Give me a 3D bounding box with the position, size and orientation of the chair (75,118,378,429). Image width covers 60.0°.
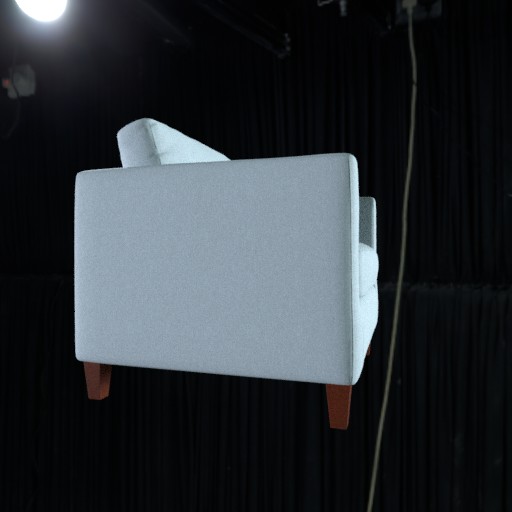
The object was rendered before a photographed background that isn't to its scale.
[{"bbox_3d":[0.000,0.000,1.831,0.953,0.961,1.107,0,0,18],"label":"chair"}]
